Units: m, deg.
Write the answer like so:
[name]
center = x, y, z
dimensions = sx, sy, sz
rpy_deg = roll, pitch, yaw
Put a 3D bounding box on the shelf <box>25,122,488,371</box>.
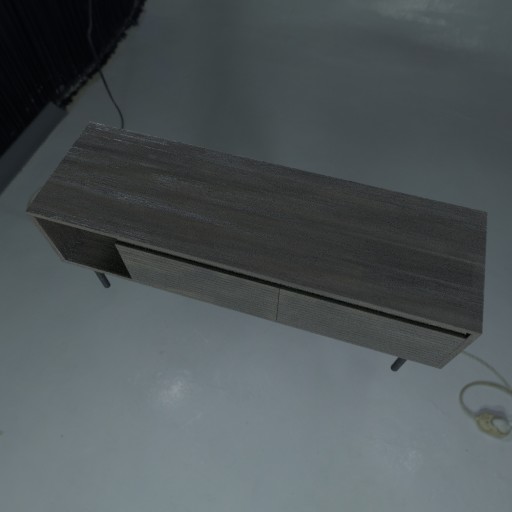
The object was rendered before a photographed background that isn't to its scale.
[shelf]
center = 0.000, 0.000, 1.509
dimensions = 1.300, 0.495, 0.400
rpy_deg = 15, 60, 9
